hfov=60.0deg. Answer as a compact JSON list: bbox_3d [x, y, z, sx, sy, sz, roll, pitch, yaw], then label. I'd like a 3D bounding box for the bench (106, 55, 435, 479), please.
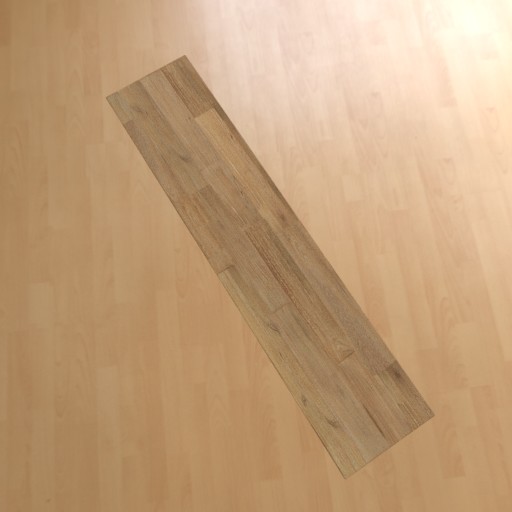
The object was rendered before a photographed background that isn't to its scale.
[{"bbox_3d":[0.000,0.000,1.875,0.378,0.431,1.698,-32,78,-7],"label":"bench"}]
